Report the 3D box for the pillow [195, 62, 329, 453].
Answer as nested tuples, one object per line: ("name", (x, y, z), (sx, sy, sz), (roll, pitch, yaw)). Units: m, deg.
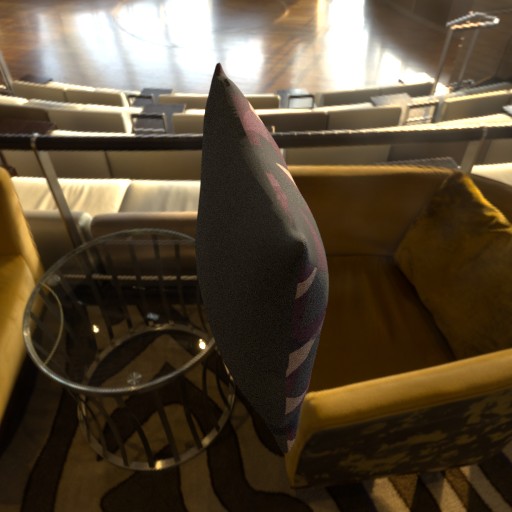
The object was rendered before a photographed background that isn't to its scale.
("pillow", (0.000, 0.000, 0.776), (0.208, 0.496, 0.503), (-10, 46, -9))
